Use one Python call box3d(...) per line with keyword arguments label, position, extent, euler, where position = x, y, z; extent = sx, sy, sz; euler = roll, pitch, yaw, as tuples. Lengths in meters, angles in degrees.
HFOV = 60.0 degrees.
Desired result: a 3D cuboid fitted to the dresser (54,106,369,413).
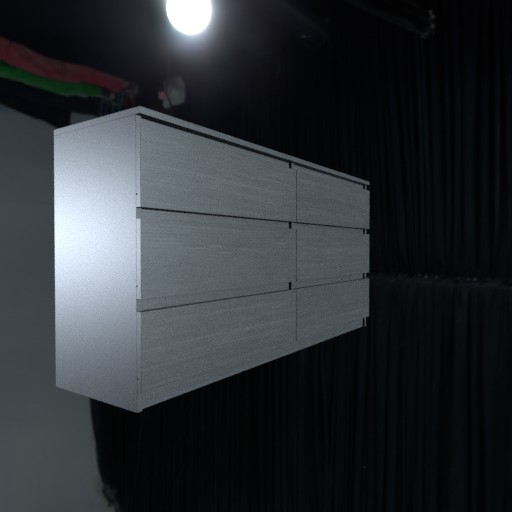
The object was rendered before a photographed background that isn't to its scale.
box3d(label="dresser", position=(0.000, 0.000, 1.905), extent=(0.400, 0.795, 1.590), euler=(1, 1, 35))
